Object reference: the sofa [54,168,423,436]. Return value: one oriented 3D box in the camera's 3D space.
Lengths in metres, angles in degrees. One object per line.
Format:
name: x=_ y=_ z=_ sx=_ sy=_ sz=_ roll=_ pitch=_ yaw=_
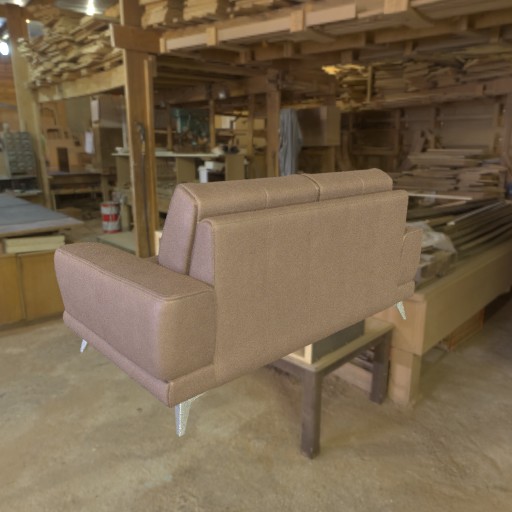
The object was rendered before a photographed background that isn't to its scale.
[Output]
sofa: x=0.000 y=0.000 z=2.392 sx=1.806 sy=0.907 sz=1.018 roll=-13 pitch=20 yaw=-41
